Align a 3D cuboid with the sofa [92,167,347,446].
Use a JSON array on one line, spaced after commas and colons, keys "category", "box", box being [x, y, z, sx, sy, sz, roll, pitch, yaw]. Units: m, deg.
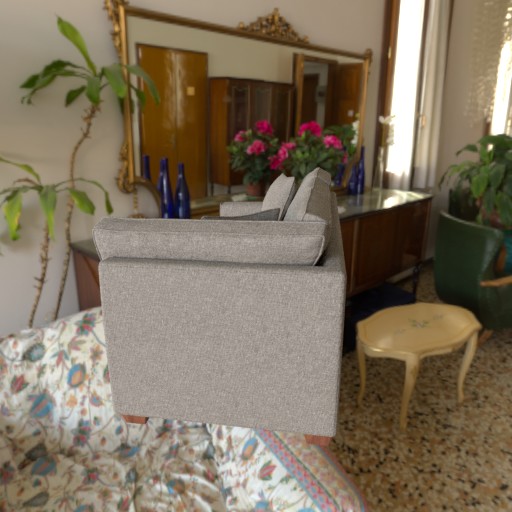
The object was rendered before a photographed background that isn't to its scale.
[{"category": "sofa", "box": [0.000, 0.000, 2.863, 1.061, 0.962, 2.317, 2, 16, 8]}]
